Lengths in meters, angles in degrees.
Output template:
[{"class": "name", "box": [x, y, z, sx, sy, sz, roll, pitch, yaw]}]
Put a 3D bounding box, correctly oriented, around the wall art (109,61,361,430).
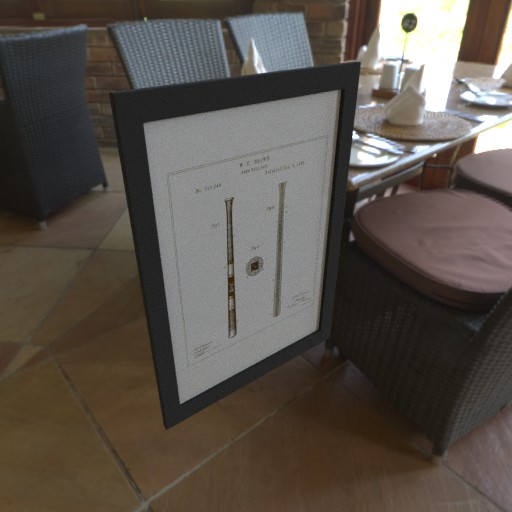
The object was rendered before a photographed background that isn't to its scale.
[{"class": "wall art", "box": [0.000, 0.000, 0.689, 0.374, 0.529, 0.012, -21, 37, -31]}]
